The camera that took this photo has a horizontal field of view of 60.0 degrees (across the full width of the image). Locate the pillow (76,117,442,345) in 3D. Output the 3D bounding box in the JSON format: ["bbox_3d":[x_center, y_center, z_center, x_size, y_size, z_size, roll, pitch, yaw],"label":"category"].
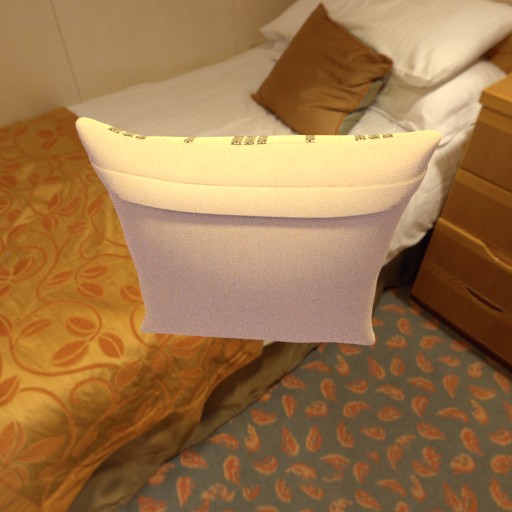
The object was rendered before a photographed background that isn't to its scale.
[{"bbox_3d":[0.000,0.000,0.625,0.405,0.406,0.173,3,46,3],"label":"pillow"}]
